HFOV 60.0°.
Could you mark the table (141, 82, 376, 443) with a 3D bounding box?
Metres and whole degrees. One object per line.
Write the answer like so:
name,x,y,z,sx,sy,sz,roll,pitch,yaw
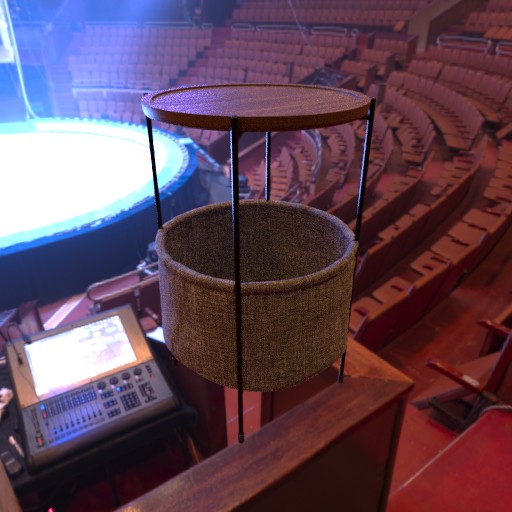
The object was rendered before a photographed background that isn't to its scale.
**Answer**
table,0.000,0.000,0.905,0.400,0.623,0.400,-19,33,-32
